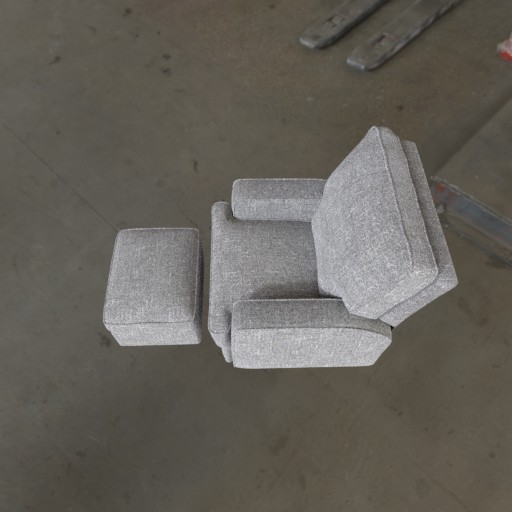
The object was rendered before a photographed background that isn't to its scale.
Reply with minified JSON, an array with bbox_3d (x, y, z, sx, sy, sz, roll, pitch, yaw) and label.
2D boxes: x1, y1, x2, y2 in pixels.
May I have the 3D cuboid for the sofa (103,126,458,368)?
[{"bbox_3d":[0.000,0.000,2.110,1.472,0.959,0.861,-1,58,-1],"label":"sofa"}]
